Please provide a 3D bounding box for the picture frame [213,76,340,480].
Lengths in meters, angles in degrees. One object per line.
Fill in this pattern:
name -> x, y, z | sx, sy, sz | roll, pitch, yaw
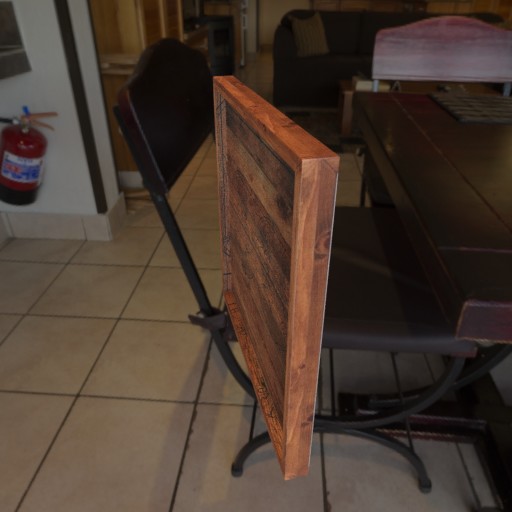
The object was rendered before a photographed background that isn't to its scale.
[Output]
picture frame -> 0.000, 0.000, 0.535 | 0.028, 0.356, 0.352 | -7, 31, -12
